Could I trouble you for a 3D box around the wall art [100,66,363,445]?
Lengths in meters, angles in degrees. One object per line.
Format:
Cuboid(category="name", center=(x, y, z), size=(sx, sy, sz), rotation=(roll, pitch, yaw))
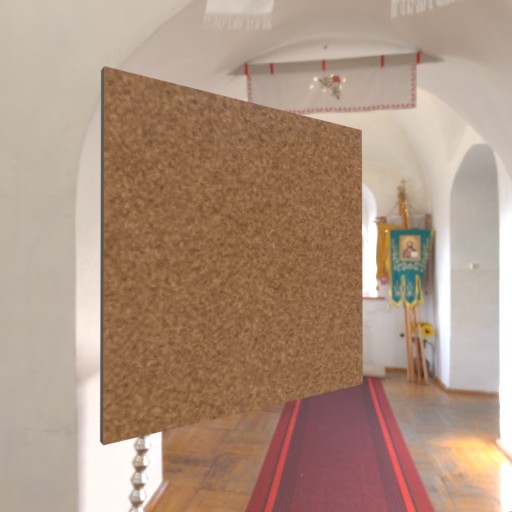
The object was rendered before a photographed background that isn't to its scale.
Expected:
Cuboid(category="wall art", center=(0.000, 0.000, 0.653), size=(0.446, 0.445, 0.014), rotation=(1, -1, -35))
